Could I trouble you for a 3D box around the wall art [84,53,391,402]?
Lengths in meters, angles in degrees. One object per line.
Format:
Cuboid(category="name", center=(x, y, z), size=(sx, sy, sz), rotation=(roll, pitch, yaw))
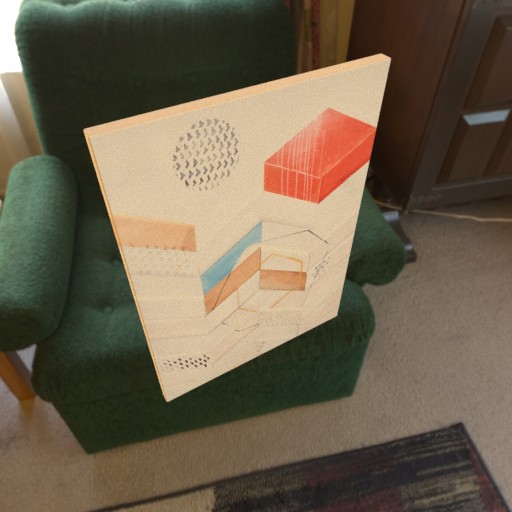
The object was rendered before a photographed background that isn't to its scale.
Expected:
Cuboid(category="wall art", center=(0.000, 0.000, 1.093), size=(0.613, 0.848, 0.036), rotation=(-22, 49, -21))
